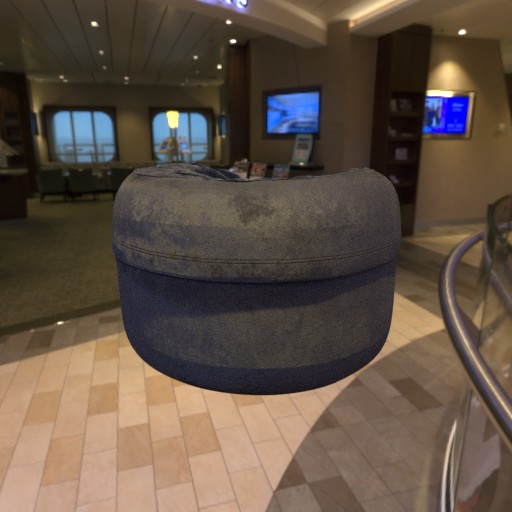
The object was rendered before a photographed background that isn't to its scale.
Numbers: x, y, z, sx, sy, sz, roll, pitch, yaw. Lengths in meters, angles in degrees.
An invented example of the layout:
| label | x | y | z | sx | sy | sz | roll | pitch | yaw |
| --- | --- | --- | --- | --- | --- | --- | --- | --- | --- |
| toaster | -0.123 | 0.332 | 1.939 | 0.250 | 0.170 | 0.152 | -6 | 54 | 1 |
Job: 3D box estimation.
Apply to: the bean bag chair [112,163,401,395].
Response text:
| label | x | y | z | sx | sy | sz | roll | pitch | yaw |
| --- | --- | --- | --- | --- | --- | --- | --- | --- | --- |
| bean bag chair | 0.000 | 0.000 | 1.494 | 0.918 | 0.605 | 0.918 | 0 | 15 | 0 |
